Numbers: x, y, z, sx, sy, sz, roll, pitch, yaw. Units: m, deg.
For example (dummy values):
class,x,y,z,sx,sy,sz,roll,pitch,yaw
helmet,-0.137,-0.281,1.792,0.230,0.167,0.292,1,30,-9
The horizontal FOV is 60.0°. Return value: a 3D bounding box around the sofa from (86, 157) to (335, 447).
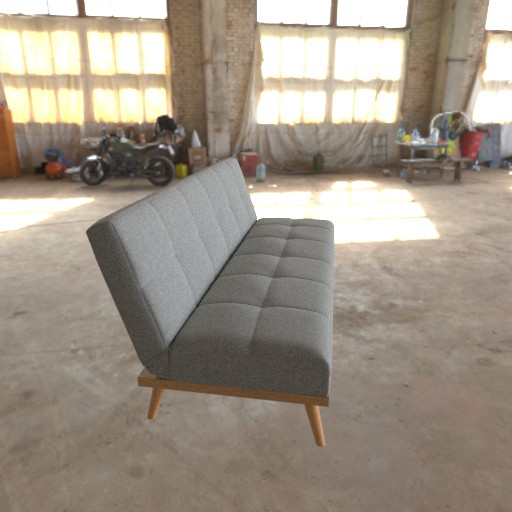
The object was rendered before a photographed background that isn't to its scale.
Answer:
class,x,y,z,sx,sy,sz,roll,pitch,yaw
sofa,0.000,0.000,2.279,0.800,0.800,1.820,3,19,9
